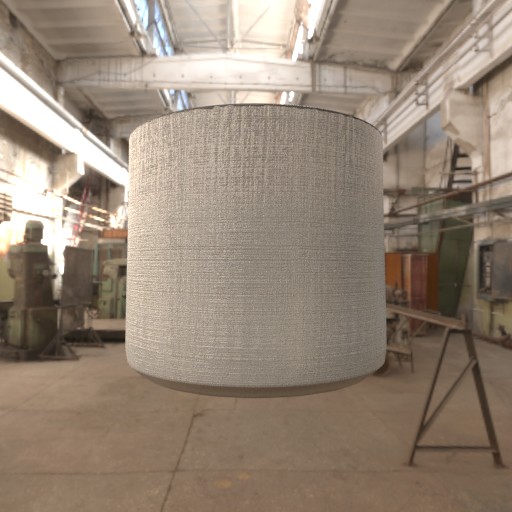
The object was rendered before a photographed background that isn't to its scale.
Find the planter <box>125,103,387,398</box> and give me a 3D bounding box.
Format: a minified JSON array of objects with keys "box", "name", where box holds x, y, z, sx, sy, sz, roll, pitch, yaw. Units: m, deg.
[{"box":[0.000,0.000,0.223,0.125,0.112,0.125,0,-1,0],"name":"planter"}]
